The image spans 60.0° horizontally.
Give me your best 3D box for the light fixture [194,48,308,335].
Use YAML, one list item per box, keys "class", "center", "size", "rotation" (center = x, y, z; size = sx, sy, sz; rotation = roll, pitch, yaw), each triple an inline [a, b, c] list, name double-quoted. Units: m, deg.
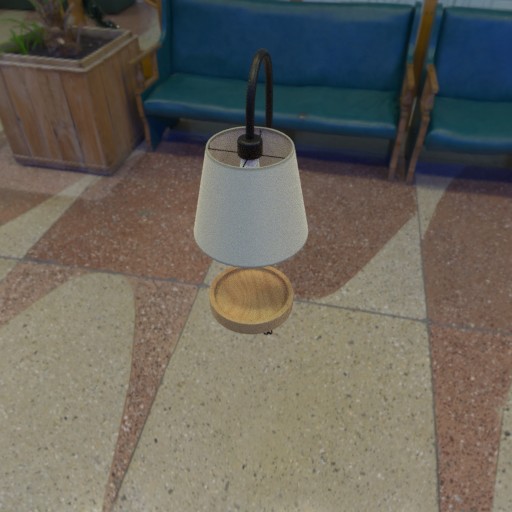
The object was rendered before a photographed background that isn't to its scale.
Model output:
- class: "light fixture"
  center: [0.000, 0.000, 0.951]
  size: [0.220, 0.821, 0.299]
  rotation: [10, 42, 11]
